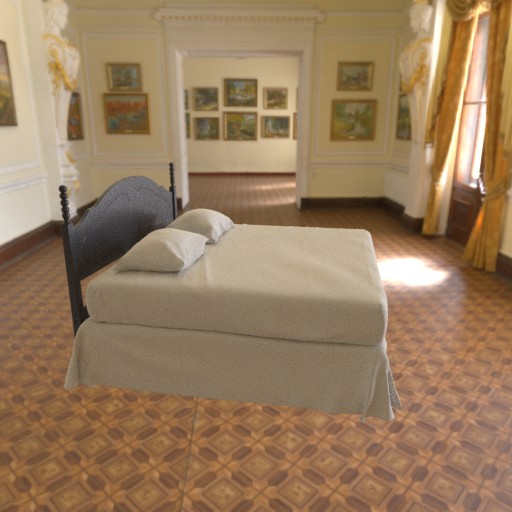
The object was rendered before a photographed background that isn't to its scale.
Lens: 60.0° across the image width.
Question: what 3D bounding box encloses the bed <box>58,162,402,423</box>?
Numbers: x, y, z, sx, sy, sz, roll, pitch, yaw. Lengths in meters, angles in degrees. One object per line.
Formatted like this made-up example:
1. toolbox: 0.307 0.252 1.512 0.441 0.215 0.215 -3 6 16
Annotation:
1. bed: 0.000 0.000 3.682 2.219 1.355 2.322 3 17 11
